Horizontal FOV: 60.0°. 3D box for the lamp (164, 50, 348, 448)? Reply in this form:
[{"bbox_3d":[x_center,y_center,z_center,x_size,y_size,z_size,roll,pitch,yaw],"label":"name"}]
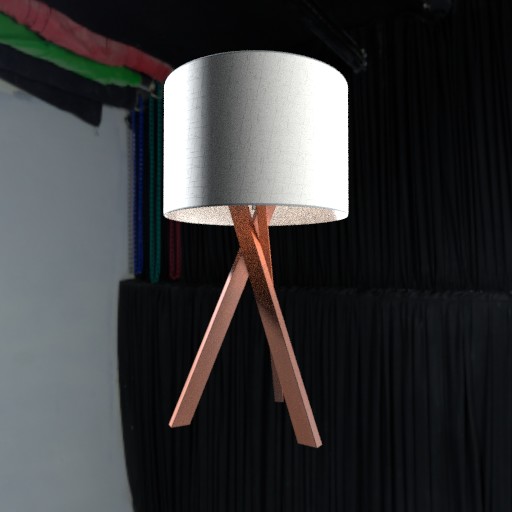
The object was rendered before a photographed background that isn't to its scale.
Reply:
[{"bbox_3d":[0.000,0.000,0.931,0.380,0.686,0.380,-1,-2,35],"label":"lamp"}]
